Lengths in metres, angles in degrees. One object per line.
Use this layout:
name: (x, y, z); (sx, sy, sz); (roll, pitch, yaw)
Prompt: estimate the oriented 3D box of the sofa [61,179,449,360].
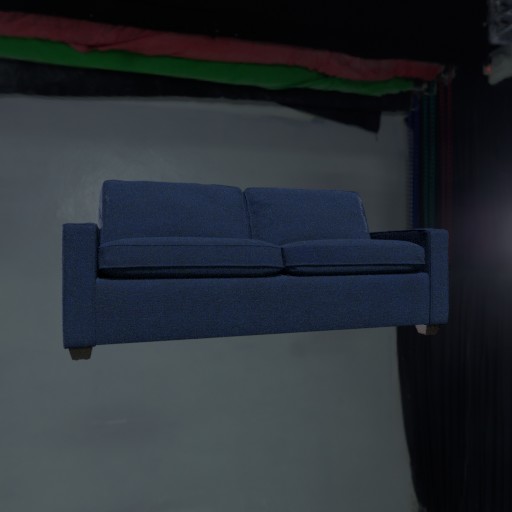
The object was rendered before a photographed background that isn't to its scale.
sofa: (0.000, 0.000, 2.641); (2.080, 0.919, 0.940); (0, 1, -18)
